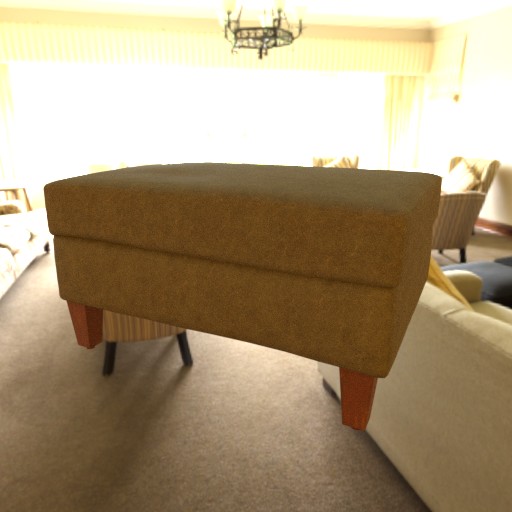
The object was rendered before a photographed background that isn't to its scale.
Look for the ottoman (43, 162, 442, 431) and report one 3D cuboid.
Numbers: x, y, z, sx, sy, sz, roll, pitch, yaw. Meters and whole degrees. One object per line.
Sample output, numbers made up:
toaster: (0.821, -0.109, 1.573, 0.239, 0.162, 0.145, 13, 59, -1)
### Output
ottoman: (0.000, 0.000, 1.186, 0.839, 0.464, 0.639, 8, 19, 26)
